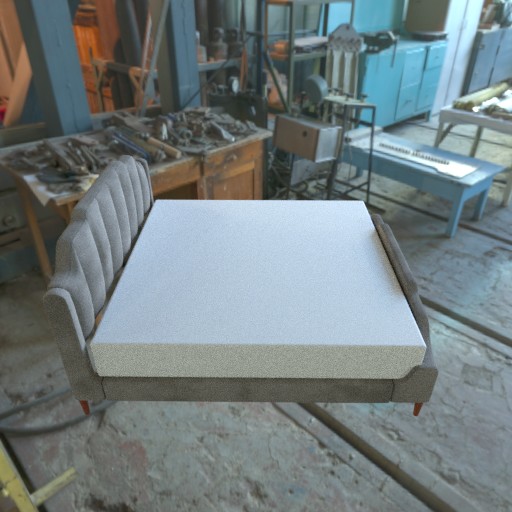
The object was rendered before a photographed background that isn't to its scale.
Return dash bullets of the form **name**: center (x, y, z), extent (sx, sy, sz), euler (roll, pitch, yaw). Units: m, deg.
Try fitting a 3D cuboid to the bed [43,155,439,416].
- **bed**: center (0.000, 0.000, 3.489), extent (2.340, 1.245, 2.074), euler (0, 33, 1)
